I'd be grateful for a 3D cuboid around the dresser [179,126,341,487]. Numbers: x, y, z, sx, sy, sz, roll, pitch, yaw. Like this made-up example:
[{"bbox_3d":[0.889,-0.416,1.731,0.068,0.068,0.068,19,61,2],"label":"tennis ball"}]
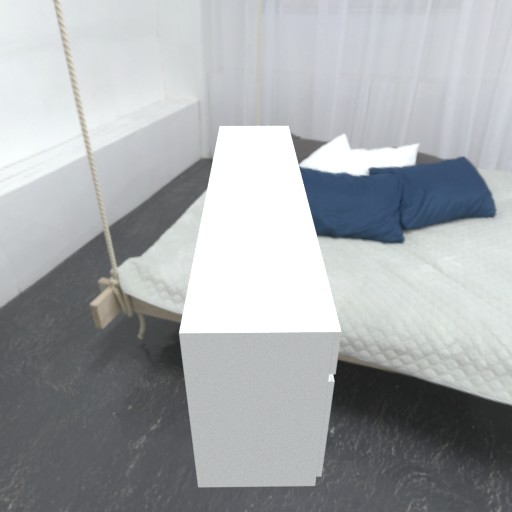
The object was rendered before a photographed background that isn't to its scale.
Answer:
[{"bbox_3d":[0.000,0.000,2.518,0.500,0.840,2.200,0,32,-1],"label":"dresser"}]
